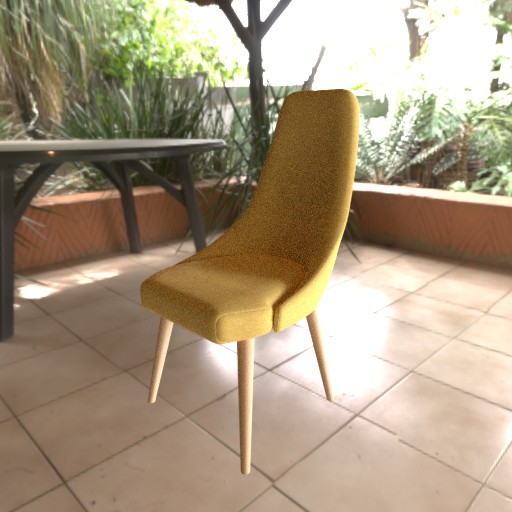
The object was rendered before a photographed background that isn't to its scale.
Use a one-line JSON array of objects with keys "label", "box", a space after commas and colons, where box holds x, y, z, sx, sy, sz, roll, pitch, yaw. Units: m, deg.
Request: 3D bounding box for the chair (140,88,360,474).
[{"label": "chair", "box": [0.000, 0.000, 1.432, 0.510, 1.040, 0.660, 15, 22, 42]}]
